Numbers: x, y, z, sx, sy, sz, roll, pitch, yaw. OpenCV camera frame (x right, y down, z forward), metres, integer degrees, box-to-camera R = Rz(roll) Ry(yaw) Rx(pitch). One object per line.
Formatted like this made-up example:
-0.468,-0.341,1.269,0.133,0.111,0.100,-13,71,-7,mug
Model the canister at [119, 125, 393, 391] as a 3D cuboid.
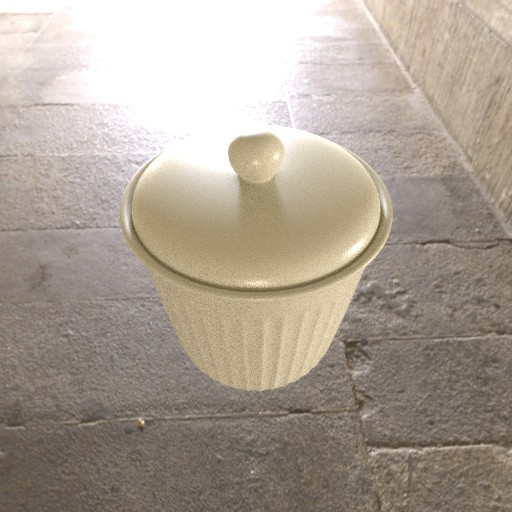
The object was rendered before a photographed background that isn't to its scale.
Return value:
0.000,0.000,0.342,0.181,0.211,0.181,0,45,0,canister
